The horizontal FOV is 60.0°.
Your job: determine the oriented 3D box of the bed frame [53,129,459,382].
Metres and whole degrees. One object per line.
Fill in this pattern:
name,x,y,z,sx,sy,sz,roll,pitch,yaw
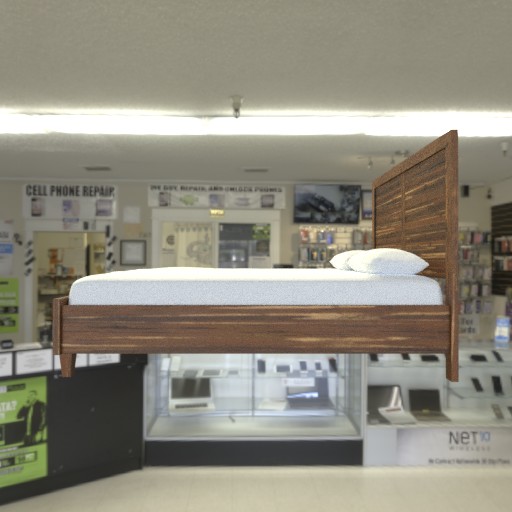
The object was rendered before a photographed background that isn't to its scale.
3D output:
bed frame,0.000,0.000,3.330,2.276,1.417,1.696,0,0,0
